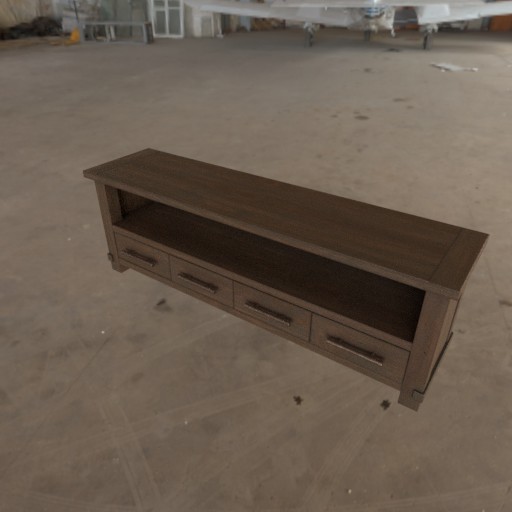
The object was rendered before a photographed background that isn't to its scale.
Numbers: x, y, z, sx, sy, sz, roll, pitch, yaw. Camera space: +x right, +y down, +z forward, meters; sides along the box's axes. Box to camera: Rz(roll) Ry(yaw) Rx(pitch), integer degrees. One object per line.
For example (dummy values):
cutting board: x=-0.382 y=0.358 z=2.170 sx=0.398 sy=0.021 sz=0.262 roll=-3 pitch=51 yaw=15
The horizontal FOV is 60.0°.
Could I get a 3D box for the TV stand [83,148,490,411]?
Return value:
TV stand: x=0.000 y=0.000 z=2.152 sx=1.866 sy=0.615 sz=0.471 roll=20 pitch=36 yaw=29
